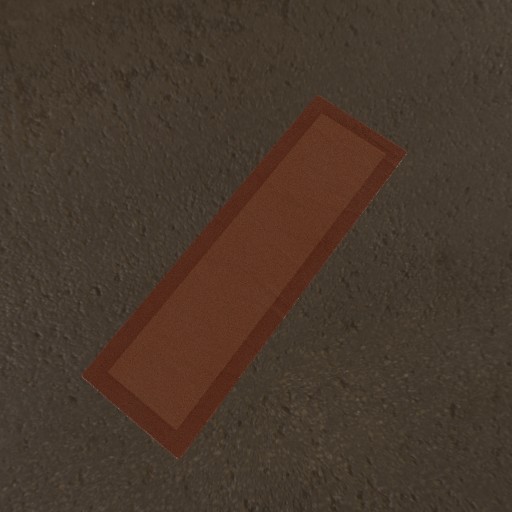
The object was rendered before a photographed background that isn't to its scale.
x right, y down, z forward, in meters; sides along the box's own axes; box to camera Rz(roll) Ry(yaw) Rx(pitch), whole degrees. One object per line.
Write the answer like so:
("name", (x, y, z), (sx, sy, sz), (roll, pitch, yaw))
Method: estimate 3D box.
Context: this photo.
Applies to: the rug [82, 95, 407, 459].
("rug", (0.000, 0.000, 2.817), (0.914, 0.013, 2.471), (33, 77, 9))
